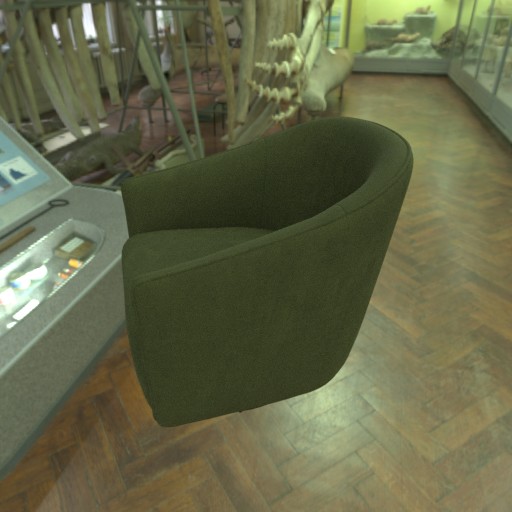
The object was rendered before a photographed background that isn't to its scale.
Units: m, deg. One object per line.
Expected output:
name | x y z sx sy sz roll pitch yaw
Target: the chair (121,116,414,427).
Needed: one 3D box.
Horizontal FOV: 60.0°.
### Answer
chair | 0.000 0.000 1.478 0.875 0.799 0.747 -9 31 -14
